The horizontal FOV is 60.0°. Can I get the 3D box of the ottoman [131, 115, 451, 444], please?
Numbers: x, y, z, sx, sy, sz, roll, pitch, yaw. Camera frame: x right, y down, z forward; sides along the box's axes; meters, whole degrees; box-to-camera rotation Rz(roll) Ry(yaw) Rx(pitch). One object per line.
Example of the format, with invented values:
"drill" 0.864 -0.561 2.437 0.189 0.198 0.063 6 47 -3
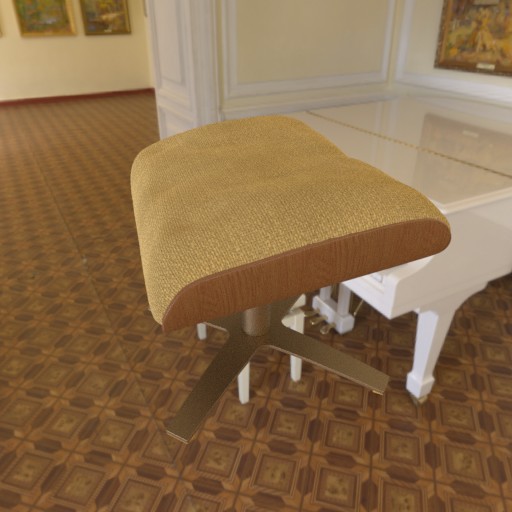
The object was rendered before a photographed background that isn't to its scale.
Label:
"ottoman" 0.000 0.000 0.784 0.394 0.391 0.520 -9 31 -14
